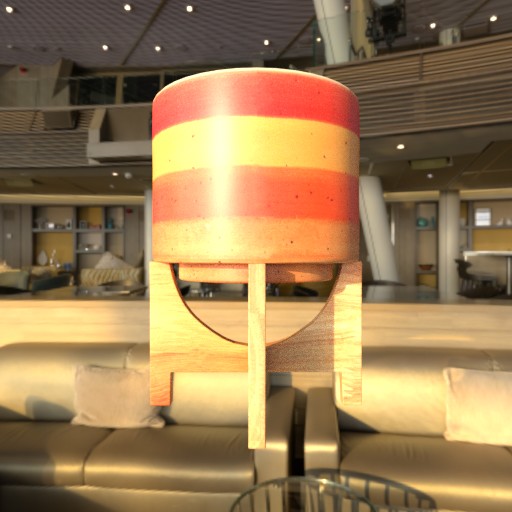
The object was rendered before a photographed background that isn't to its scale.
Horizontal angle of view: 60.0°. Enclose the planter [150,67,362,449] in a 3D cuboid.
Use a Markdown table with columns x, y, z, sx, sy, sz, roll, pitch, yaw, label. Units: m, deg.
| x | y | z | sx | sy | sz | roll | pitch | yaw | label |
| --- | --- | --- | --- | --- | --- | --- | --- | --- | --- |
| 0.000 | 0.000 | 0.569 | 0.269 | 0.379 | 0.269 | 0 | 0 | 0 | planter |
